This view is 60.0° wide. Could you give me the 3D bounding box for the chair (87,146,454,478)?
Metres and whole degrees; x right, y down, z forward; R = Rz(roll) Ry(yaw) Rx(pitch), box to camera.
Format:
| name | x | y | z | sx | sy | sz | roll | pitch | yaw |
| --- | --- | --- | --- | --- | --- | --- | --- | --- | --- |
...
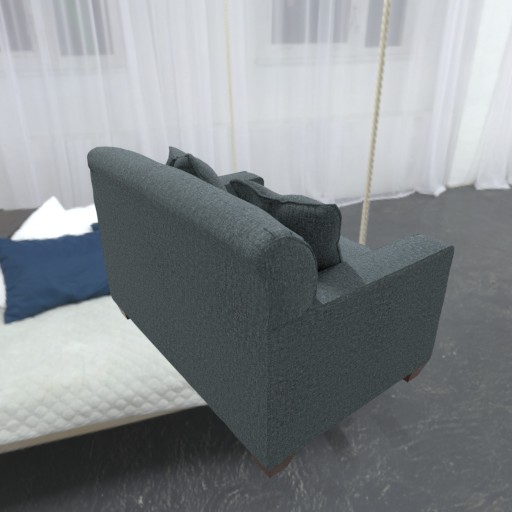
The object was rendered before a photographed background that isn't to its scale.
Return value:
| name | x | y | z | sx | sy | sz | roll | pitch | yaw |
| --- | --- | --- | --- | --- | --- | --- | --- | --- | --- |
| chair | 0.000 | 0.000 | 2.037 | 1.000 | 0.948 | 1.383 | -19 | 32 | -33 |
